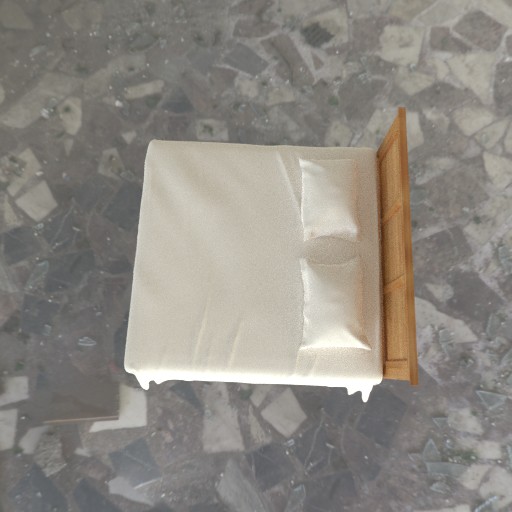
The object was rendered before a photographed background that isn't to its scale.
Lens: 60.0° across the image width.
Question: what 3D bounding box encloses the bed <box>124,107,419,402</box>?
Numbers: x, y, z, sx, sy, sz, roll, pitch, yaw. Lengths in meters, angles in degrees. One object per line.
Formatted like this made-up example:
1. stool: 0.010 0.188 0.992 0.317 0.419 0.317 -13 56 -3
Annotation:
1. bed: 0.000 0.000 3.685 2.215 1.270 2.317 2 76 1
